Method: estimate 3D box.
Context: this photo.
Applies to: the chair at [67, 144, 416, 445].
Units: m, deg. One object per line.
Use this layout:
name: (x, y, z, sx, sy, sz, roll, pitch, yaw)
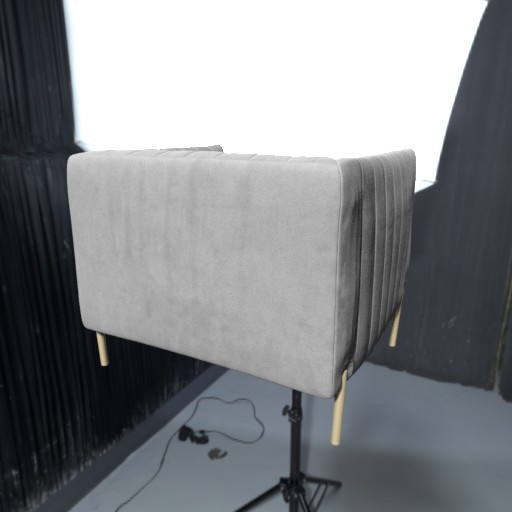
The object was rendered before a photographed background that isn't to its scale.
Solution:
chair: (0.000, 0.000, 1.626, 0.981, 0.779, 0.873, 9, 18, 27)
